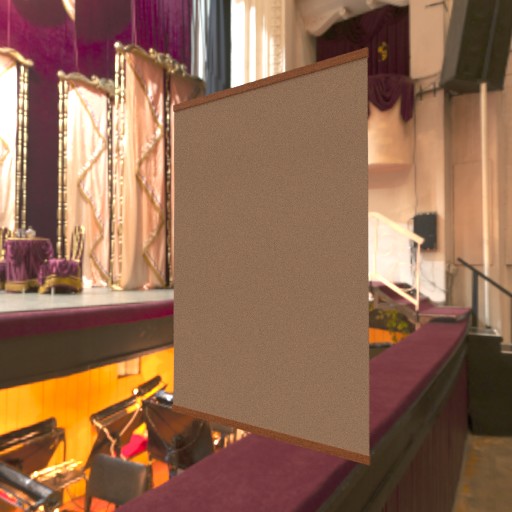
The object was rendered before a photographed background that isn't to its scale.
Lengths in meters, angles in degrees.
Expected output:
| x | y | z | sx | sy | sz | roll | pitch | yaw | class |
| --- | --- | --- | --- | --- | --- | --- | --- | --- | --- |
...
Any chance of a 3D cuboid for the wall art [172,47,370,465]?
| x | y | z | sx | sy | sz | roll | pitch | yaw | class |
| --- | --- | --- | --- | --- | --- | --- | --- | --- | --- |
| 0.000 | 0.000 | 1.918 | 1.019 | 1.527 | 0.019 | -1 | -1 | 36 | wall art |
